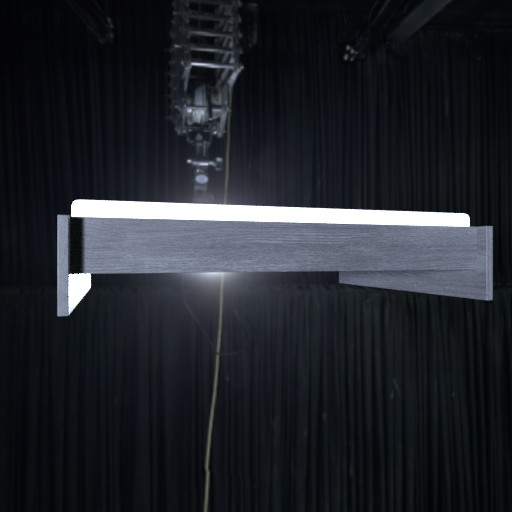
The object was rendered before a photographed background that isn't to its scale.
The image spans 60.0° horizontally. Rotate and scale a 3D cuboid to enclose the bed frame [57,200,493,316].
[{"bbox_3d":[0.000,0.000,2.577,1.950,0.432,1.490,0,0,-18],"label":"bed frame"}]
